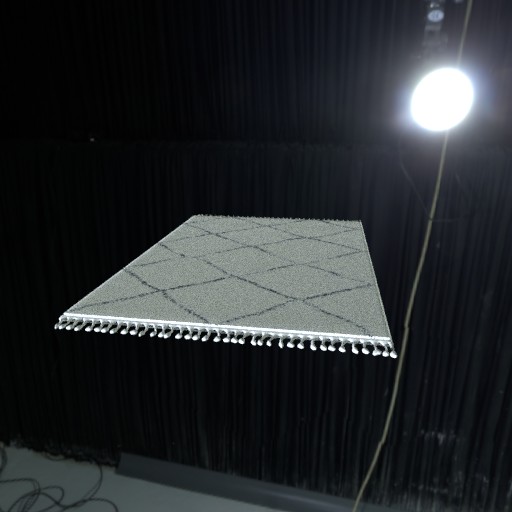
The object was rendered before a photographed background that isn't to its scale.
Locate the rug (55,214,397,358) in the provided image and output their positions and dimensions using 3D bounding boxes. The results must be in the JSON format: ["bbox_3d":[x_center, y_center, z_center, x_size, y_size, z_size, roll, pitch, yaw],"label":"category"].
[{"bbox_3d":[0.000,0.000,2.924,1.494,0.031,2.307,3,18,9],"label":"rug"}]
